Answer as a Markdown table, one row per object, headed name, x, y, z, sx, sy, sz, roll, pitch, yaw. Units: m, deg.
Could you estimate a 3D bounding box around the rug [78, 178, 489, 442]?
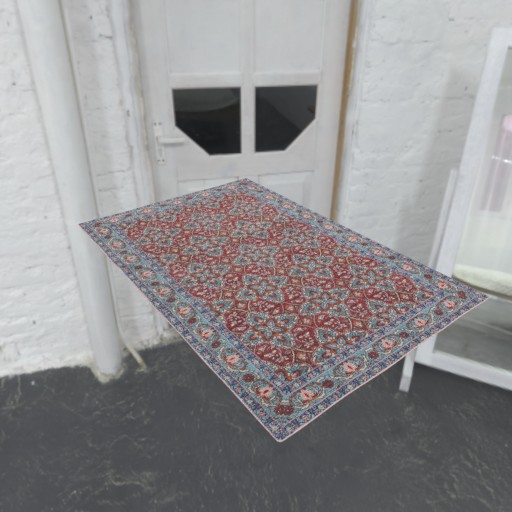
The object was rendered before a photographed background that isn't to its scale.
| name | x | y | z | sx | sy | sz | roll | pitch | yaw |
| --- | --- | --- | --- | --- | --- | --- | --- | --- | --- |
| rug | 0.000 | 0.000 | 2.273 | 1.219 | 0.009 | 1.829 | -21 | 37 | -31 |
